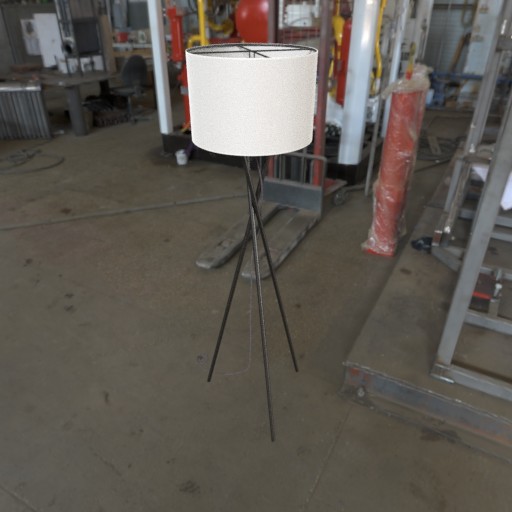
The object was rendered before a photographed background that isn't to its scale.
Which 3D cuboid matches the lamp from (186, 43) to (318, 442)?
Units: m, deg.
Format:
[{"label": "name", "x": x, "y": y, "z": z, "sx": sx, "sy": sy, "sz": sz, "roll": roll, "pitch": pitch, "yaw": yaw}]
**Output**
[{"label": "lamp", "x": 0.000, "y": 0.000, "z": 1.903, "sx": 0.522, "sy": 1.624, "sz": 0.667, "roll": -9, "pitch": 32, "yaw": -14}]
